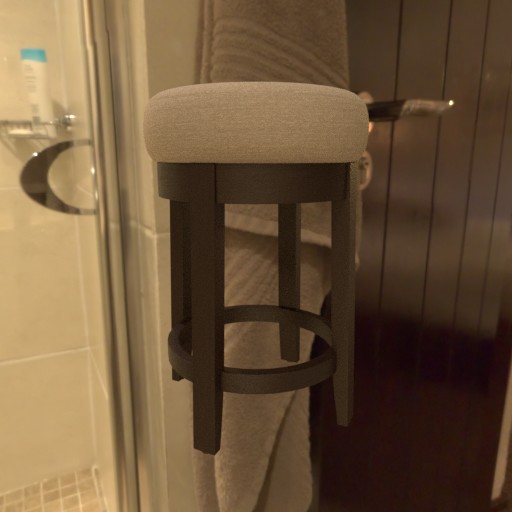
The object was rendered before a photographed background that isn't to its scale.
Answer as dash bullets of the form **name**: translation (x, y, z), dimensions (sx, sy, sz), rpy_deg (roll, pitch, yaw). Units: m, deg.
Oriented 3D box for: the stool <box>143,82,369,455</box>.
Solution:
- **stool**: translation (0.000, 0.000, 0.951), dimensions (0.443, 0.672, 0.443), rpy_deg (0, 13, 0)
